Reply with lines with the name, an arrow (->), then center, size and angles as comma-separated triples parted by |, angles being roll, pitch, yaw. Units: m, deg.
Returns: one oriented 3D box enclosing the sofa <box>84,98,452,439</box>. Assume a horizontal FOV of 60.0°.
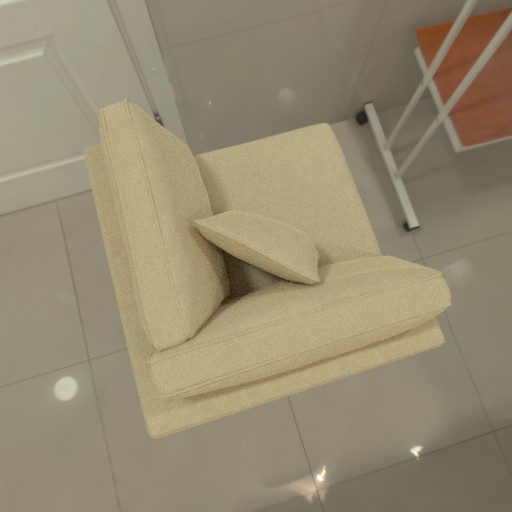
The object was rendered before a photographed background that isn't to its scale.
sofa -> 0.000, 0.000, 1.925 | 1.084, 1.002, 1.146 | -17, 76, -4
